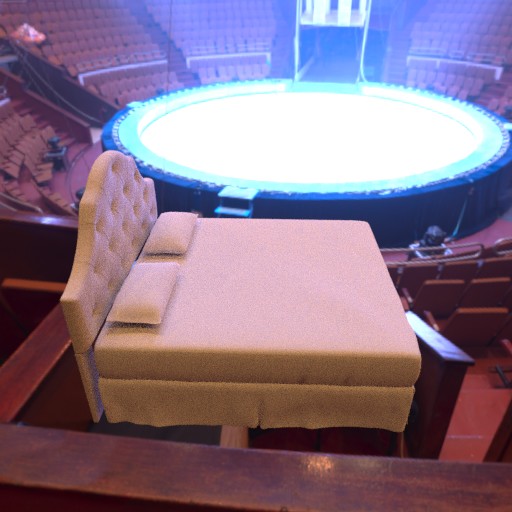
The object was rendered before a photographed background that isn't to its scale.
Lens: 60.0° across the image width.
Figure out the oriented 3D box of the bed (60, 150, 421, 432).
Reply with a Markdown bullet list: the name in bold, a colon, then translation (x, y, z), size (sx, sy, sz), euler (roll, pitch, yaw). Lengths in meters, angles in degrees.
- **bed**: translation (0.000, 0.000, 3.507), size (2.214, 1.615, 2.008), euler (1, 31, 2)
